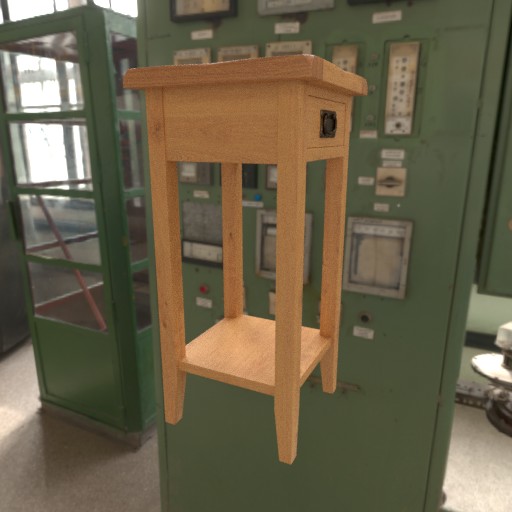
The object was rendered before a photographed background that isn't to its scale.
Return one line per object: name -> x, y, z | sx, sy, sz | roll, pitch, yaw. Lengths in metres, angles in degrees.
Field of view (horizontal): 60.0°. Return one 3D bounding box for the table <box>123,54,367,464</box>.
table -> 0.000, 0.000, 0.972 | 0.360, 0.740, 0.360 | 7, 17, 25
